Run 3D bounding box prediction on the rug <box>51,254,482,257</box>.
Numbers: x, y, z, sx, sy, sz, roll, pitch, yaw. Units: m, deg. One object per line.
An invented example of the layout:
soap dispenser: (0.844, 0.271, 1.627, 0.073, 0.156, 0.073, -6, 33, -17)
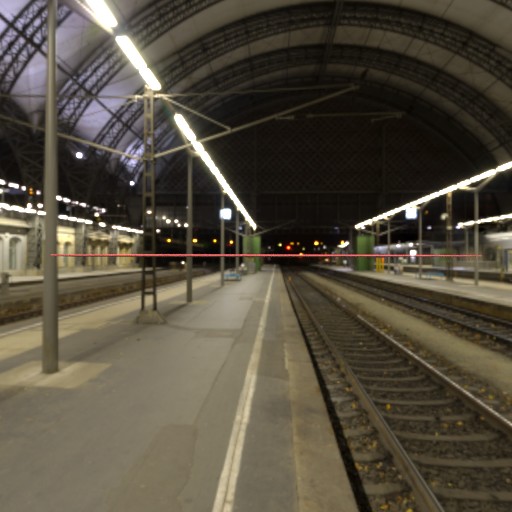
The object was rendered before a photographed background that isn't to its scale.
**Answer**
rug: (0.000, 0.000, 3.068, 2.423, 0.010, 1.534, 0, 0, -19)
